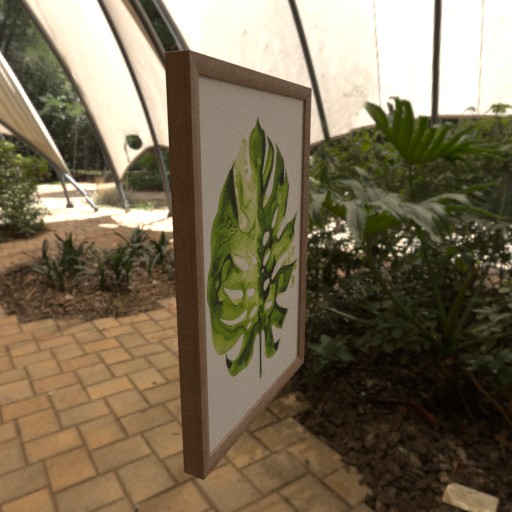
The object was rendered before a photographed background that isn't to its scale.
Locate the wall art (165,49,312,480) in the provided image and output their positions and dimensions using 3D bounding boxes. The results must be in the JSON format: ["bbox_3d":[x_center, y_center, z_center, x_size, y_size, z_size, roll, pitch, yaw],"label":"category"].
[{"bbox_3d":[0.000,0.000,0.665,0.031,0.509,0.356,7,16,26],"label":"wall art"}]
